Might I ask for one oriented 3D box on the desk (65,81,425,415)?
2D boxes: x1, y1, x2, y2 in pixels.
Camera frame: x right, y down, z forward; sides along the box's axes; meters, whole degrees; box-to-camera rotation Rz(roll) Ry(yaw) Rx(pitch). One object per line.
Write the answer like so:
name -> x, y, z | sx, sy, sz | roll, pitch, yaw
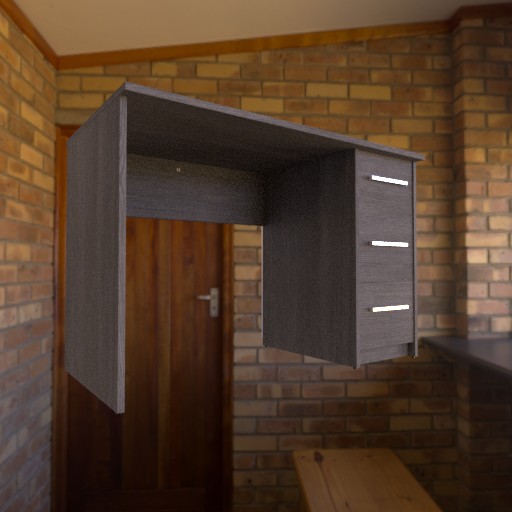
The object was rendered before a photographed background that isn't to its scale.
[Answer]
desk -> 0.000, 0.000, 1.503 | 1.097, 0.735, 0.560 | 1, -2, -35
